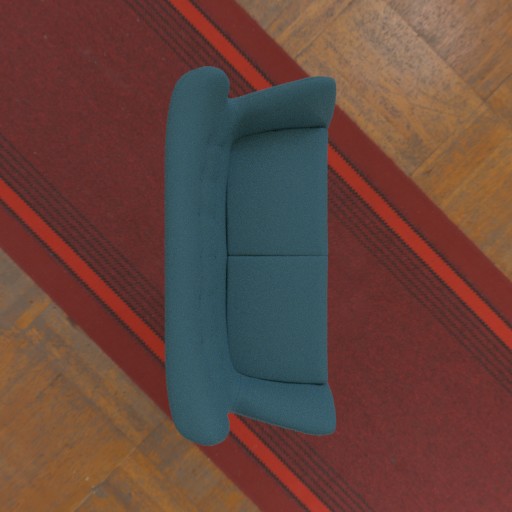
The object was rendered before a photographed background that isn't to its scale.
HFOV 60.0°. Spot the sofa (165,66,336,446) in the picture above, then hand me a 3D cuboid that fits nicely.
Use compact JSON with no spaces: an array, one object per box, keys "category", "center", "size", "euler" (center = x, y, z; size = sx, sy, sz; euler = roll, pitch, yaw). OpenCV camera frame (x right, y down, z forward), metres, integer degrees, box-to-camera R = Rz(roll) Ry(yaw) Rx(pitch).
[{"category":"sofa","center":[0.000,0.000,2.540],"size":[0.889,0.890,1.930],"euler":[0,90,0]}]
